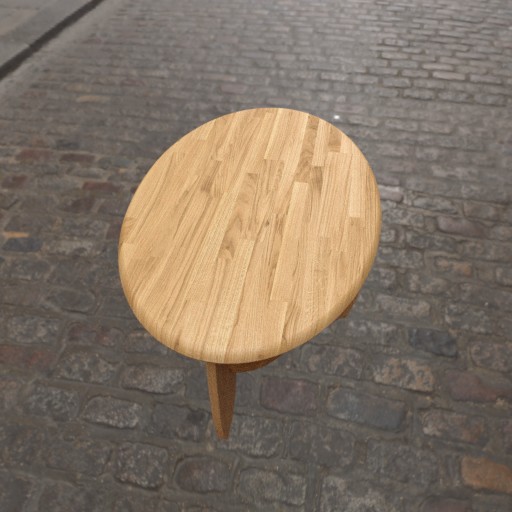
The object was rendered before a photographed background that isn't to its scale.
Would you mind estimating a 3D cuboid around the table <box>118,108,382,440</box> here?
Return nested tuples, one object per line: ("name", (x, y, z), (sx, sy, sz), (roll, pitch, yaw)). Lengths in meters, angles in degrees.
("table", (0.000, 0.000, 1.406), (0.690, 0.490, 1.040), (8, 47, 7))
